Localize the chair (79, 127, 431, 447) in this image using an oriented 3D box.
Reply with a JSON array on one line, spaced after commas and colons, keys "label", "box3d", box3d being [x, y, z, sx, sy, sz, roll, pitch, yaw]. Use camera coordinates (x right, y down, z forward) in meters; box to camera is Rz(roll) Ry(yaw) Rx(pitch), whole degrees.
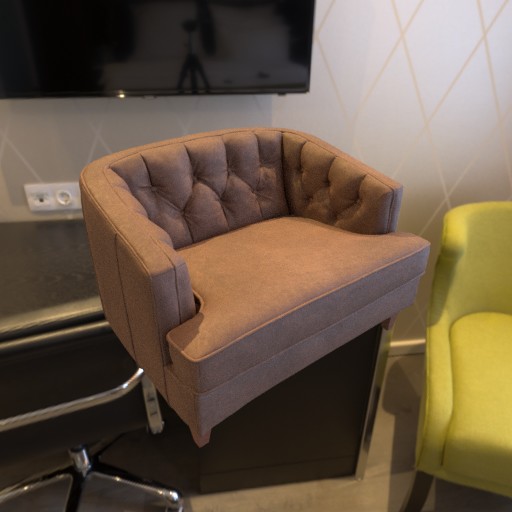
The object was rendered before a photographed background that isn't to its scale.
[{"label": "chair", "box3d": [0.000, 0.000, 1.751, 1.118, 0.787, 0.914, -21, 36, -32]}]
